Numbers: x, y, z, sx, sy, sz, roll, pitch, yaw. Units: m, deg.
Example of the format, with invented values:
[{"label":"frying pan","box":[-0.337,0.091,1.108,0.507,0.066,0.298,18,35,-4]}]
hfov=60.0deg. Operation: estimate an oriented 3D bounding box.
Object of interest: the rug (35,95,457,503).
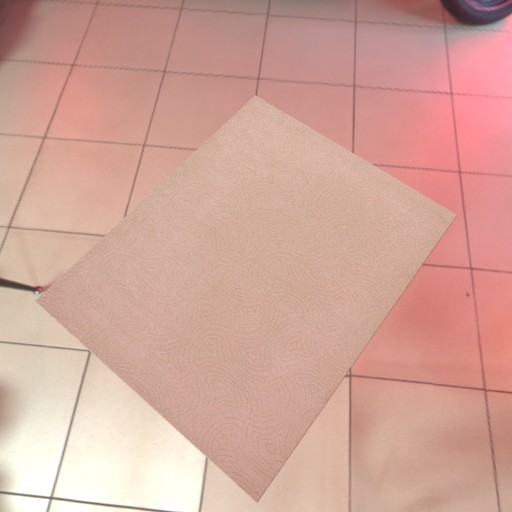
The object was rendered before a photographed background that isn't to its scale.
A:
[{"label":"rug","box":[0.000,0.000,3.394,2.073,0.011,2.584,36,69,16]}]
